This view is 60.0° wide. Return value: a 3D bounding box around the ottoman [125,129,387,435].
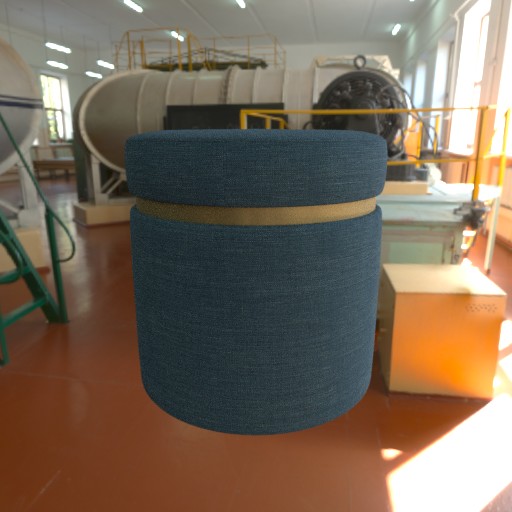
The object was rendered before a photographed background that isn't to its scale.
[{"bbox_3d":[0.000,0.000,0.736,0.398,0.406,0.398,0,15,0],"label":"ottoman"}]
